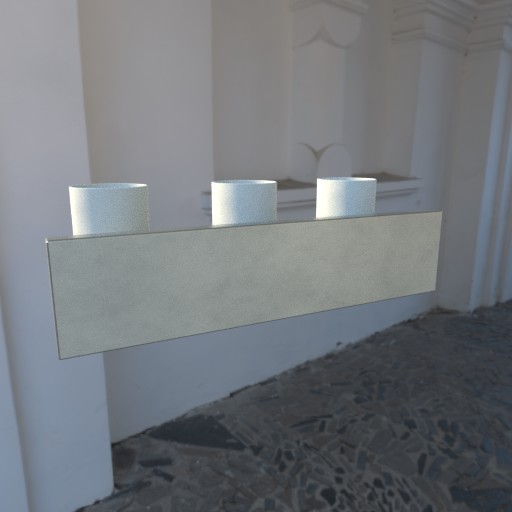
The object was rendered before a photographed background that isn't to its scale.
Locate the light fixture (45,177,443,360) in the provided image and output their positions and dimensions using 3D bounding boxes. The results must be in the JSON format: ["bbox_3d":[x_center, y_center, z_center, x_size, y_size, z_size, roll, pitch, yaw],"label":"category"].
[{"bbox_3d":[0.000,0.000,0.530,0.451,0.172,0.145,-6,14,-26],"label":"light fixture"}]
